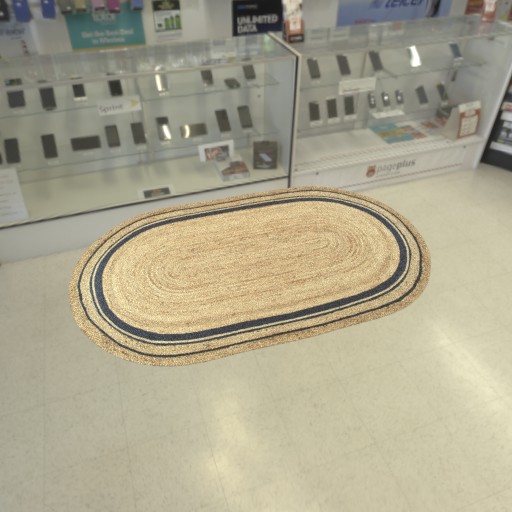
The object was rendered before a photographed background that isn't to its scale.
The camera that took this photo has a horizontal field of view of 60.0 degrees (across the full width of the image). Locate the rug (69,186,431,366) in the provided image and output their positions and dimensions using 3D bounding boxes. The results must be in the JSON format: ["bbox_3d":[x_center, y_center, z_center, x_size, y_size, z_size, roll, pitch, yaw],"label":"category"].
[{"bbox_3d":[0.000,0.000,3.022,2.432,0.006,1.520,-11,42,-13],"label":"rug"}]
